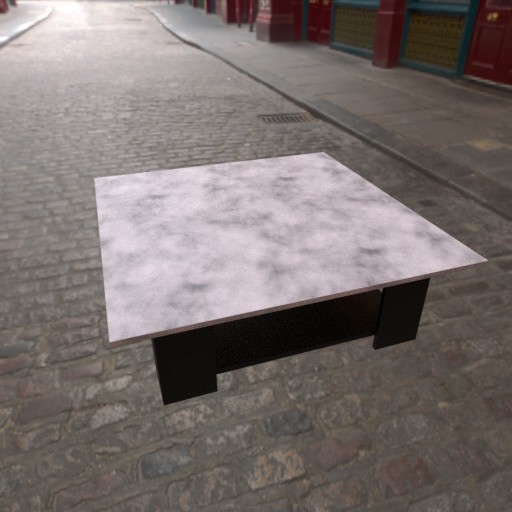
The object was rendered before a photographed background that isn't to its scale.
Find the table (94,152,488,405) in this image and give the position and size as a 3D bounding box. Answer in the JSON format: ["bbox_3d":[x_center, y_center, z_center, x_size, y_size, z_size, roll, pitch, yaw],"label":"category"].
[{"bbox_3d":[0.000,0.000,1.393,0.890,0.305,0.890,-10,32,-16],"label":"table"}]
